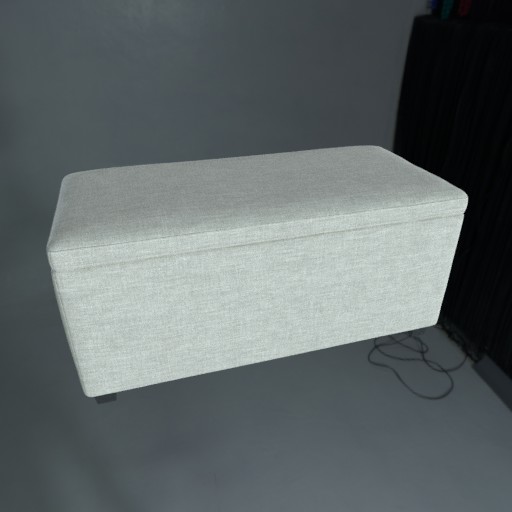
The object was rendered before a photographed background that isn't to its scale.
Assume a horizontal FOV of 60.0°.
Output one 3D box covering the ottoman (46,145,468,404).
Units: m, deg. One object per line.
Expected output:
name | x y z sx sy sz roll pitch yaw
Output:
ottoman | 0.000 0.000 1.133 0.902 0.432 0.419 -8 31 -14
